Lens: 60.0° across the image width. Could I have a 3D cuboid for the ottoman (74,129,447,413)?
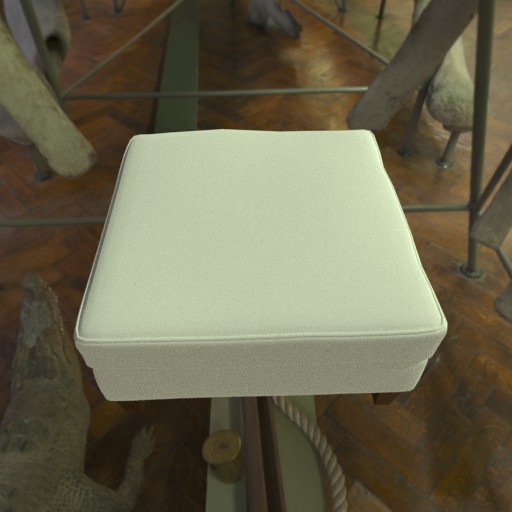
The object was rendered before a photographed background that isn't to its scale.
[{"bbox_3d":[0.000,0.000,1.370,0.838,0.479,0.838,-1,47,-1],"label":"ottoman"}]
